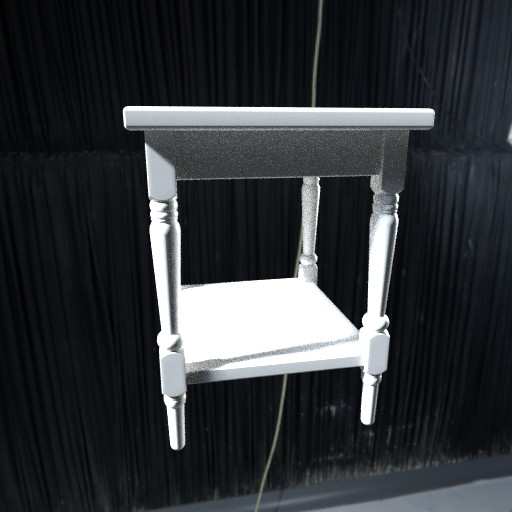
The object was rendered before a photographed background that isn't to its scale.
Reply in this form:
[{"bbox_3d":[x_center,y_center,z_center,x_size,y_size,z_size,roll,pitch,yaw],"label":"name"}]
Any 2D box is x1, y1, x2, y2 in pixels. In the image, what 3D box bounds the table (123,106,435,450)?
[{"bbox_3d":[0.000,0.000,0.918,0.442,0.565,0.488,-3,17,-10],"label":"table"}]
